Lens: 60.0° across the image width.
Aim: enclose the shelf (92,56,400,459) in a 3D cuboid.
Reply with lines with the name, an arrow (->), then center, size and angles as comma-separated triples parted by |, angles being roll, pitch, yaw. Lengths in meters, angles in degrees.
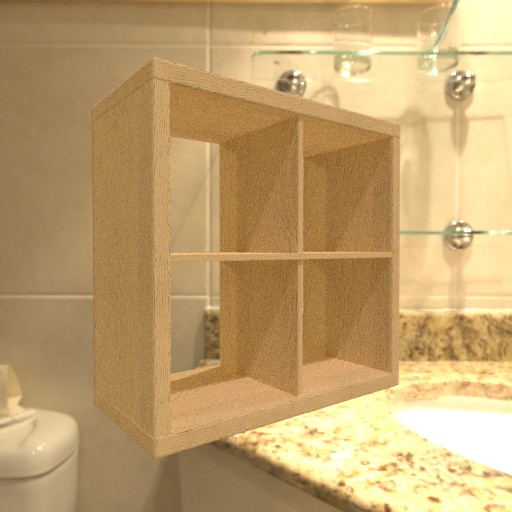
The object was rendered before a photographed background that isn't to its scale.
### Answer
shelf -> 0.000, 0.000, 1.257 | 0.790, 0.786, 0.390 | -1, 1, -37
